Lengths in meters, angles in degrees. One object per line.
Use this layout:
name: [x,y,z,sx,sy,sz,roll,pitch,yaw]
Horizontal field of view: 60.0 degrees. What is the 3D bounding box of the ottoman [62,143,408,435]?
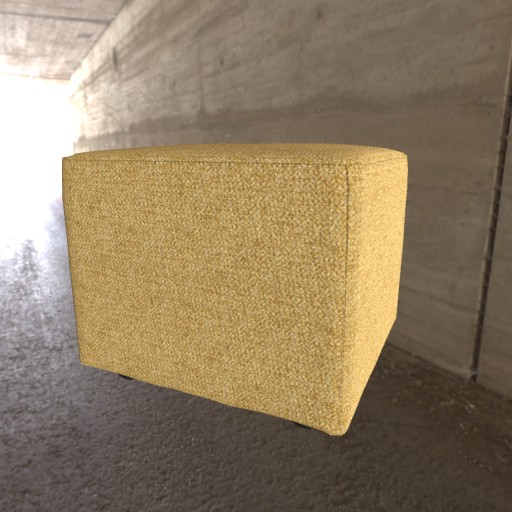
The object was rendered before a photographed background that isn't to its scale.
ottoman: [0.000,0.000,0.895,0.512,0.441,0.505,6,15,25]
